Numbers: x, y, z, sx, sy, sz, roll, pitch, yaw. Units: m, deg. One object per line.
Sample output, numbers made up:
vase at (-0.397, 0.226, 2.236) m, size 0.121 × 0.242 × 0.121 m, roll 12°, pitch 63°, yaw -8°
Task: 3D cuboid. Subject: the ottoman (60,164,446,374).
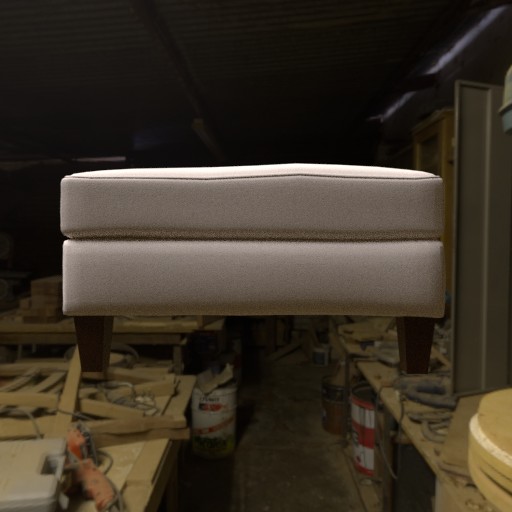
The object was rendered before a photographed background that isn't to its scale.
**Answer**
ottoman at (0.000, 0.000, 1.341) m, size 0.838 × 0.479 × 0.838 m, roll 0°, pitch 3°, yaw 1°
